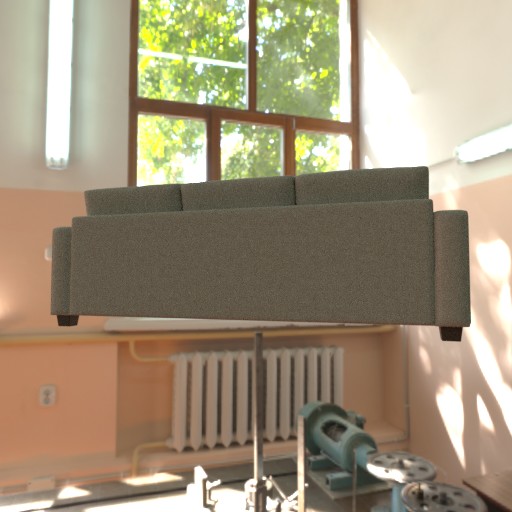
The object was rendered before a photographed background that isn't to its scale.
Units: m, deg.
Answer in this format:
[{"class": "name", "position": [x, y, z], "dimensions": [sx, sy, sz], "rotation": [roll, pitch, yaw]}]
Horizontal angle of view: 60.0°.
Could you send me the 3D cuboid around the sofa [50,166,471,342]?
[{"class": "sofa", "position": [0.000, 0.000, 2.596], "dimensions": [2.160, 0.800, 0.900], "rotation": [-1, -3, 17]}]
